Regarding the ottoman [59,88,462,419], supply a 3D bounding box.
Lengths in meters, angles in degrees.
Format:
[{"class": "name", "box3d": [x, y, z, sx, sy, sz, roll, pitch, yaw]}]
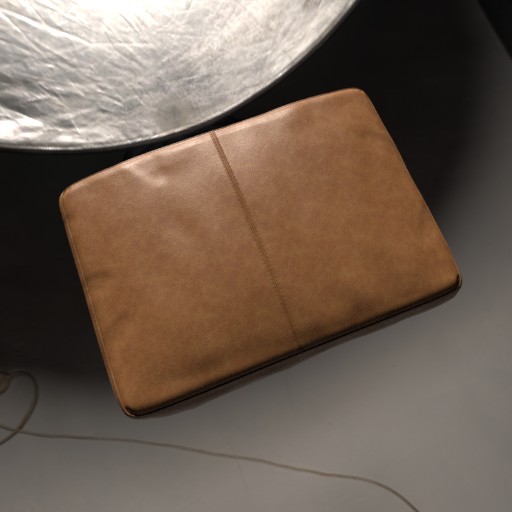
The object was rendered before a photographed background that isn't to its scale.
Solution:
[{"class": "ottoman", "box3d": [0.000, 0.000, 1.229, 0.869, 0.461, 0.630, -21, 76, -5]}]
